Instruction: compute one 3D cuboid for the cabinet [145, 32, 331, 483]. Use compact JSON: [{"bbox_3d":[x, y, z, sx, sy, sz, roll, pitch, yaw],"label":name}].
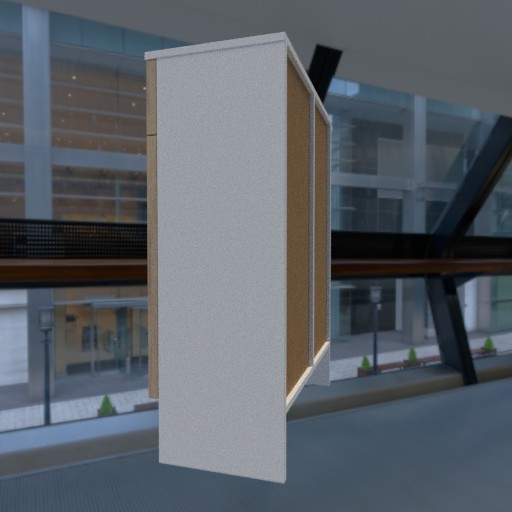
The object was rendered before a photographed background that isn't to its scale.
[{"bbox_3d":[0.000,0.000,1.128,0.296,0.815,0.600,1,2,17],"label":"cabinet"}]
